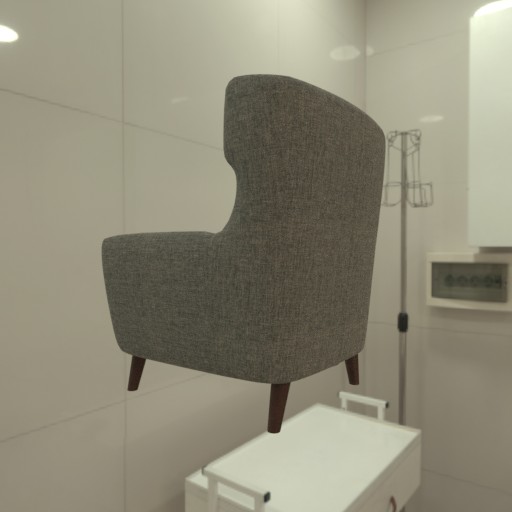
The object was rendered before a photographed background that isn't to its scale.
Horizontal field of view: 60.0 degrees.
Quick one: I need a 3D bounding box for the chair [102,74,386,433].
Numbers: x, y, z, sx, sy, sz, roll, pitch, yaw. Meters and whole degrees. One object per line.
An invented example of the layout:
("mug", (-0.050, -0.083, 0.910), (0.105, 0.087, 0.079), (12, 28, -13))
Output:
("chair", (0.000, 0.000, 1.765), (0.904, 1.063, 0.878), (1, 1, 36))
